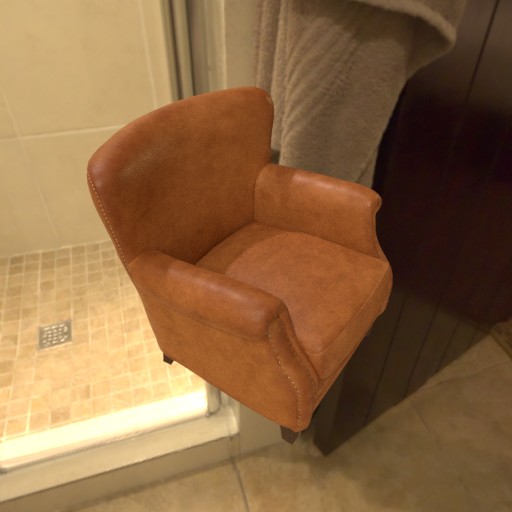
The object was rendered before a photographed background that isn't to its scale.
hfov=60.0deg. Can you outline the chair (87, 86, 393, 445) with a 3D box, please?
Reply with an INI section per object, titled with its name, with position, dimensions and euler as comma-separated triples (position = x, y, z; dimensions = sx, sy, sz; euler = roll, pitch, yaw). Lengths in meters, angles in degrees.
[chair]
position = 0.000, 0.000, 1.651
dimensions = 0.921, 0.936, 0.861
euler = 25, 46, 26
